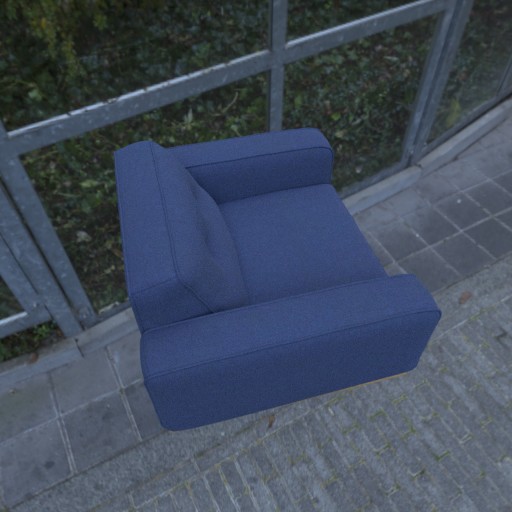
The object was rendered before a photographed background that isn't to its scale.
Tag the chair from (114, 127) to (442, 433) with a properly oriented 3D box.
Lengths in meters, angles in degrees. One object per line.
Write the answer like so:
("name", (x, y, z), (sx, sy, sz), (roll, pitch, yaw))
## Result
("chair", (0.000, 0.000, 1.784), (0.953, 0.783, 1.118), (-12, 49, -10))
